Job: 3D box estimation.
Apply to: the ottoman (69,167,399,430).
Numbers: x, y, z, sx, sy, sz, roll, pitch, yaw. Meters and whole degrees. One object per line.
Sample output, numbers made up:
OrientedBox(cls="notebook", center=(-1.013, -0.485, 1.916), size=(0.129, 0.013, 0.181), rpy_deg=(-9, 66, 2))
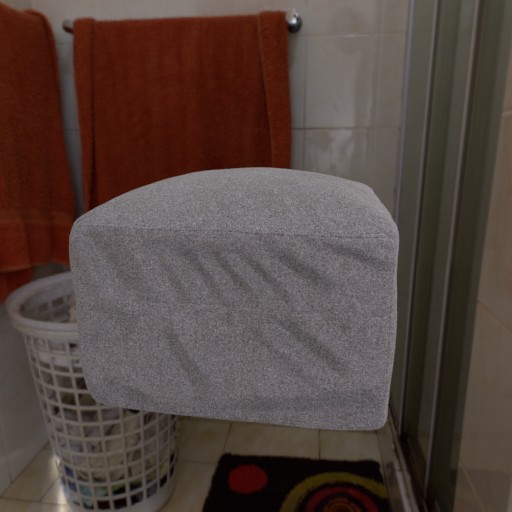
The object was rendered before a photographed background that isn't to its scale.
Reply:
OrientedBox(cls="ottoman", center=(0.000, 0.000, 1.244), size=(0.683, 0.481, 0.837), rpy_deg=(2, 15, 9))
